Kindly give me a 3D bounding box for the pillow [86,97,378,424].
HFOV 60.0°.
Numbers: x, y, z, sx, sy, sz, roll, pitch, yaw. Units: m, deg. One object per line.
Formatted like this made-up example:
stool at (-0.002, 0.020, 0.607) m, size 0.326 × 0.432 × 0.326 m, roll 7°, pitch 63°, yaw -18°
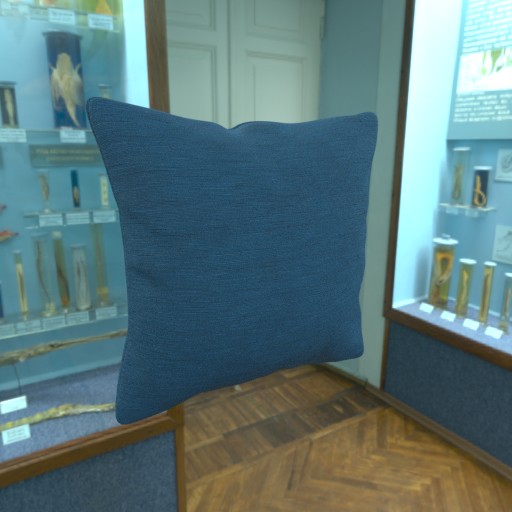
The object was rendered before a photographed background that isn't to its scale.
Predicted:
pillow at (0.000, 0.000, 0.648) m, size 0.437 × 0.420 × 0.177 m, roll -7°, pitch 15°, yaw -28°
